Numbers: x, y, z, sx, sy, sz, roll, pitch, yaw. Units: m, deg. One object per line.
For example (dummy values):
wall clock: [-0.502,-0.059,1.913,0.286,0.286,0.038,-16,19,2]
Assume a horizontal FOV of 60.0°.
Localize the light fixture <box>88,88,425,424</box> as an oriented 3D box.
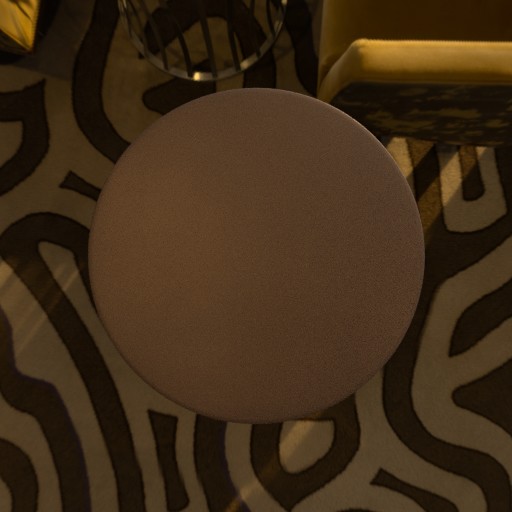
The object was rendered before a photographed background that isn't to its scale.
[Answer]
light fixture: [0.000,0.000,0.435,0.280,0.135,0.280,0,90,-1]
